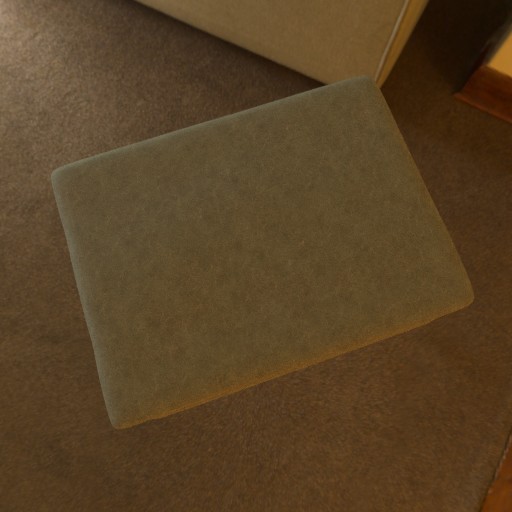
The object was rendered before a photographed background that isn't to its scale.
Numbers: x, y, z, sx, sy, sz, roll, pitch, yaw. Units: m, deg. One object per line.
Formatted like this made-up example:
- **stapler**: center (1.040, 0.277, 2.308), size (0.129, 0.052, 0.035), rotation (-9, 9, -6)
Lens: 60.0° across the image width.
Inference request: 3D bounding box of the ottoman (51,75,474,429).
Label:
- **ottoman**: center (0.000, 0.000, 1.209), size (0.839, 0.464, 0.639), rotation (-18, 76, -5)
